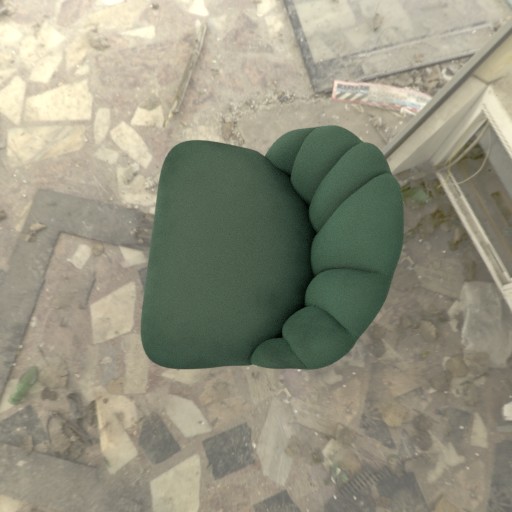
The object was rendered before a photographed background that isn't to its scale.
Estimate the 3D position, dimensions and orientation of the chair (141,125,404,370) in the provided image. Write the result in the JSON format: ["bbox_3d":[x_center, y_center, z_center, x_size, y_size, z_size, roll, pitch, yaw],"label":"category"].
[{"bbox_3d":[0.000,0.000,1.275,0.599,0.819,0.657,4,76,1],"label":"chair"}]
